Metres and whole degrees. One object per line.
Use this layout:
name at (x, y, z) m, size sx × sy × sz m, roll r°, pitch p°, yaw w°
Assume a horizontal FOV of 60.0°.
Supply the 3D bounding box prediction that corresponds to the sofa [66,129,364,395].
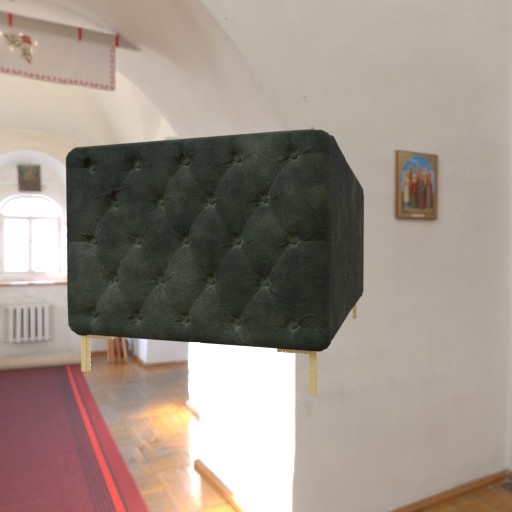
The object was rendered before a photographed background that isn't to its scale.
sofa at (0.000, 0.000, 2.067) m, size 0.895 × 0.768 × 1.537 m, roll 0°, pitch 2°, yaw 17°
